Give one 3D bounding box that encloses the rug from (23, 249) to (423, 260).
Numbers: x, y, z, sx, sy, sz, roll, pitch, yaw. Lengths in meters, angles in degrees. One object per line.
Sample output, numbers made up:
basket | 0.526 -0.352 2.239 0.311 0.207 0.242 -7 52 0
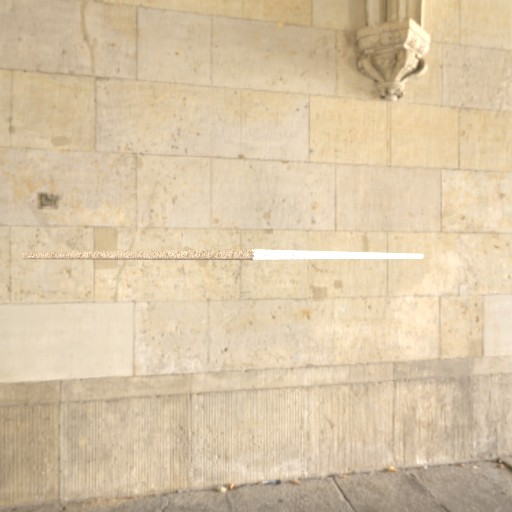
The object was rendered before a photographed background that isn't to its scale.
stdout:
rug | 0.000 0.000 2.281 1.219 0.030 1.778 0 0 35
